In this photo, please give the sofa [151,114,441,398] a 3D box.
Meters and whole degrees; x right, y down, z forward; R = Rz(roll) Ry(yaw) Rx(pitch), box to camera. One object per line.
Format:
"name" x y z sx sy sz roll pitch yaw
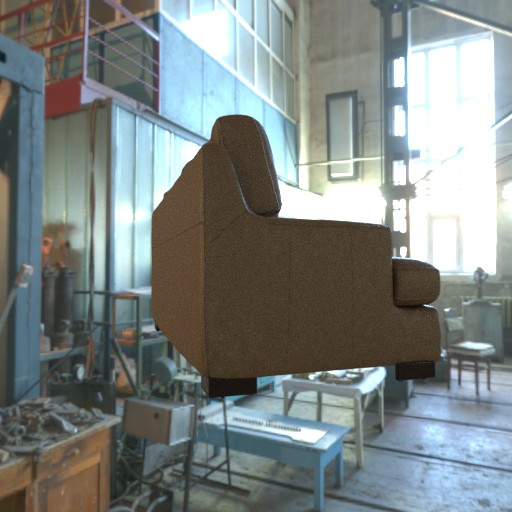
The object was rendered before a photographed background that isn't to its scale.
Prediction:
"sofa" 0.000 0.000 2.415 0.962 0.980 1.855 1 -2 -18
